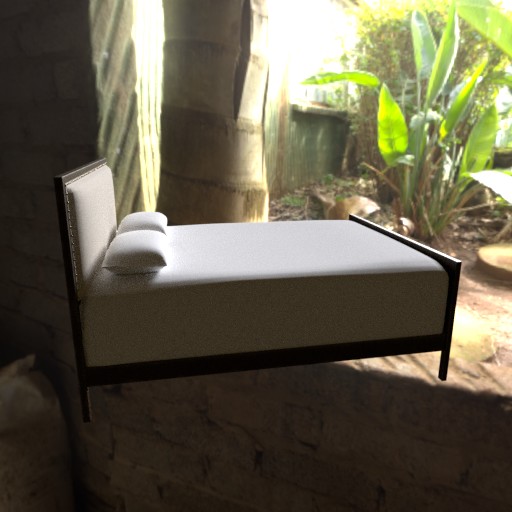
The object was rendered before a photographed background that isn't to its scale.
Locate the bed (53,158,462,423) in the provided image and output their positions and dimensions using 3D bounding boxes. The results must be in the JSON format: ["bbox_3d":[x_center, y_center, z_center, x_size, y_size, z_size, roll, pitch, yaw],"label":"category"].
[{"bbox_3d":[0.000,0.000,3.183,2.221,1.313,1.607,-3,16,-11],"label":"bed"}]
